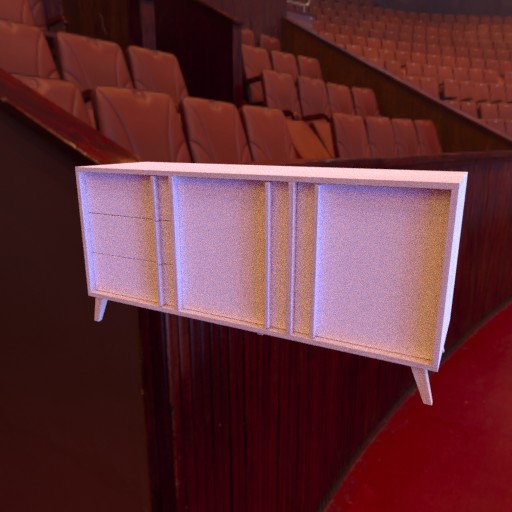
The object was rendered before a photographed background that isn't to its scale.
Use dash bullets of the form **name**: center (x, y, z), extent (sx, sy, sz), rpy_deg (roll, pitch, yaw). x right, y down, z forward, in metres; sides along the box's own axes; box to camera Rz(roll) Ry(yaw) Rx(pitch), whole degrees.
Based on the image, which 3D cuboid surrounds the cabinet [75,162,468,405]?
- **cabinet**: center (0.000, 0.000, 2.026), extent (1.649, 0.780, 0.500), rpy_deg (8, 17, 26)
